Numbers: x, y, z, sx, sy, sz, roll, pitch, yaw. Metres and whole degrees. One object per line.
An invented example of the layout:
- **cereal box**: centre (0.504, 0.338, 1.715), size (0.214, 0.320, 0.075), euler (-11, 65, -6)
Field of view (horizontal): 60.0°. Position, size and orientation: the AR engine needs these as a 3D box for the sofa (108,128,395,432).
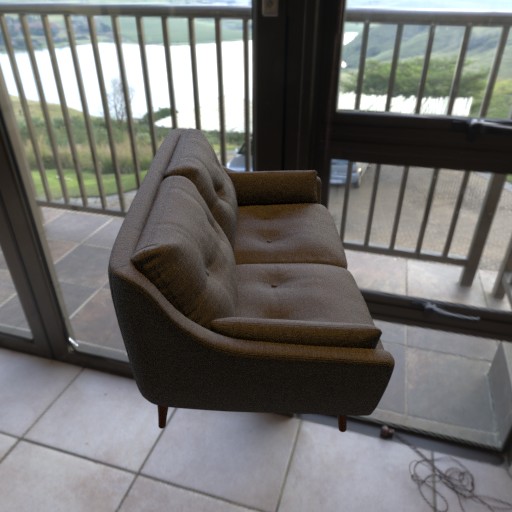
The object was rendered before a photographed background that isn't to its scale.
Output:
- **sofa**: centre (0.000, 0.000, 2.164), size (0.976, 0.887, 1.646), euler (-1, 32, -1)
